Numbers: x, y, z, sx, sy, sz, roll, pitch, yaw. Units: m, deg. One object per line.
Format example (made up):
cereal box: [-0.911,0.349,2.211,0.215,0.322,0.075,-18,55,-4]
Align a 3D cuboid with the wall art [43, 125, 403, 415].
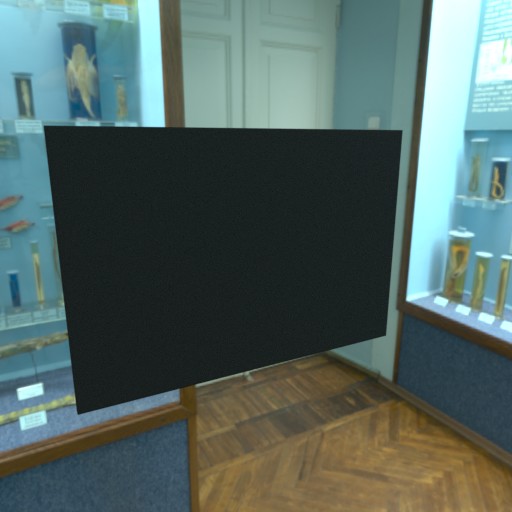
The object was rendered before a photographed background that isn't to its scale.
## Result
wall art: [0.000,0.000,1.185,0.958,0.656,0.026,-7,16,-26]
